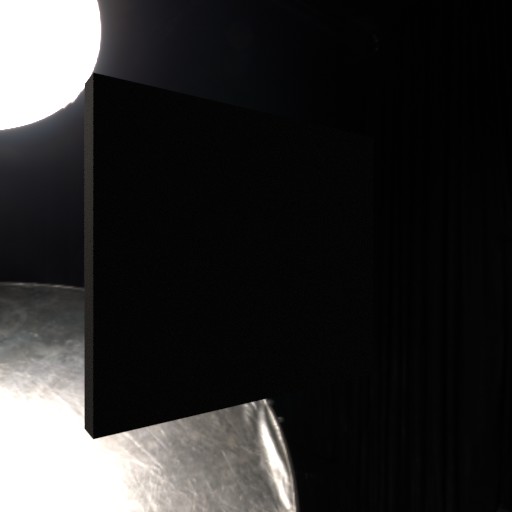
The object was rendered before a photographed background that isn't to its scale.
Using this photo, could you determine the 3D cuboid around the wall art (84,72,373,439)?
[{"bbox_3d":[0.000,0.000,0.521,0.381,0.330,0.031,0,0,-35],"label":"wall art"}]
